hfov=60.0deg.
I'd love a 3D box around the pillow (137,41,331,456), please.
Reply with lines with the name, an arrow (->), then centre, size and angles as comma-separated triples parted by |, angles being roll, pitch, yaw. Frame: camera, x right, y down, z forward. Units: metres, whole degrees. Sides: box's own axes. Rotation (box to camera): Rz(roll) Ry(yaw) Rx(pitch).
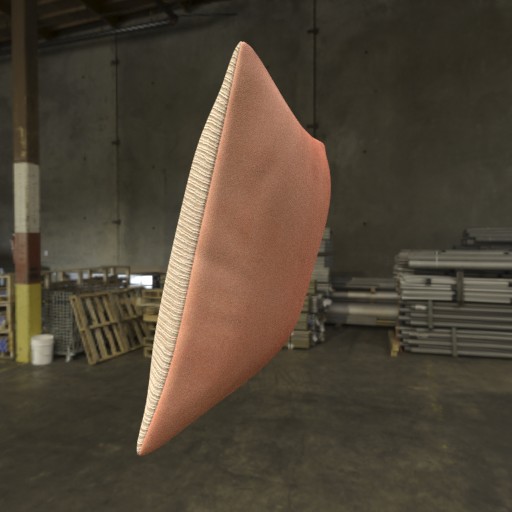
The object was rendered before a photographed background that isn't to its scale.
pillow -> 0.000, 0.000, 0.625 | 0.177, 0.401, 0.424 | 0, 1, 18
